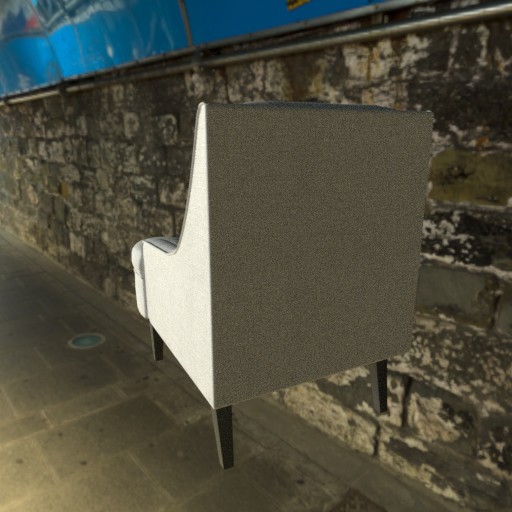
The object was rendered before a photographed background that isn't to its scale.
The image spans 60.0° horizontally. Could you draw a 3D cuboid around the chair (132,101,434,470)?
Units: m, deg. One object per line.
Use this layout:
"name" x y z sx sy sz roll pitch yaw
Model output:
"chair" 0.000 0.000 1.428 0.658 0.891 0.772 -8 17 -27
